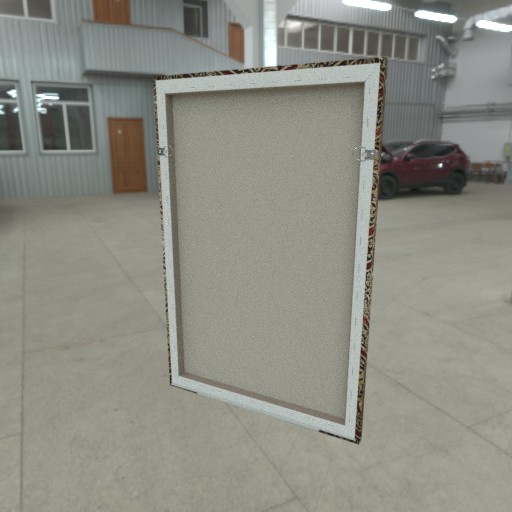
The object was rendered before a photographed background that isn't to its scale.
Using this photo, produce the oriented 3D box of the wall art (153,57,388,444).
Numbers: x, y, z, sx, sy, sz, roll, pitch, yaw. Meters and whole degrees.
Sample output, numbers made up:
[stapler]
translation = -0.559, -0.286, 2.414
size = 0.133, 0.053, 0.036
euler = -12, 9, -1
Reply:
[wall art]
translation = 0.000, 0.000, 1.149
size = 0.599, 0.904, 0.030
euler = 8, 16, 27
